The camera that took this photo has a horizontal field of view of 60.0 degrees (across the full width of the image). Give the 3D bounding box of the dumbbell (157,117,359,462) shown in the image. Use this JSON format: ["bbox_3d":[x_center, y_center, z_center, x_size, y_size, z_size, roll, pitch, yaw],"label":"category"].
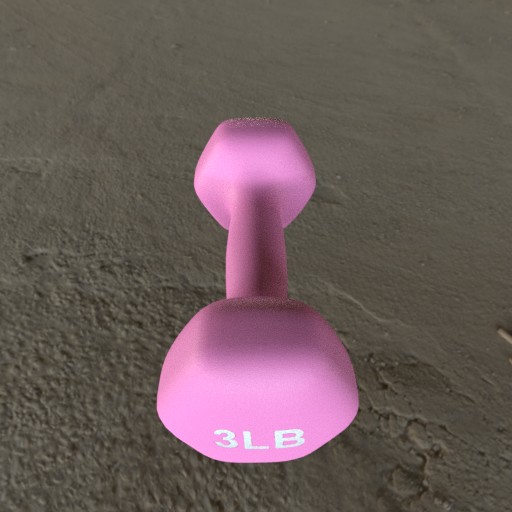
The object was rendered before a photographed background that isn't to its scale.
[{"bbox_3d":[0.000,0.000,0.187,0.064,0.058,0.159,0,43,0],"label":"dumbbell"}]
